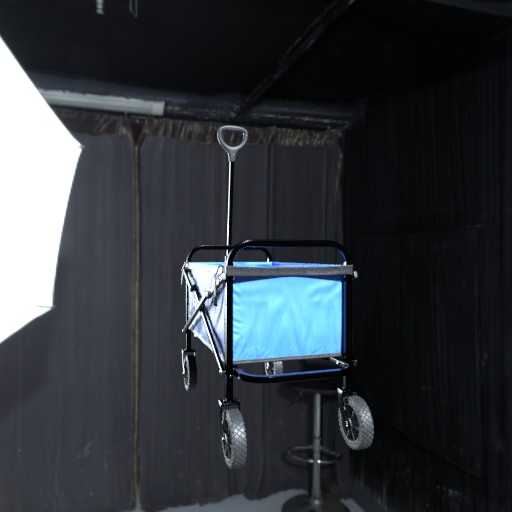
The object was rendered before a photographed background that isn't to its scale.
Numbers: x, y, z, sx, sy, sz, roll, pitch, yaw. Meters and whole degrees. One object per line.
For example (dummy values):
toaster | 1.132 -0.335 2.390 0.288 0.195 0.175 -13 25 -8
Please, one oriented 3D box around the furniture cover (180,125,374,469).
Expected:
furniture cover | 0.000 0.000 1.850 0.532 1.295 1.038 0 0 -18
